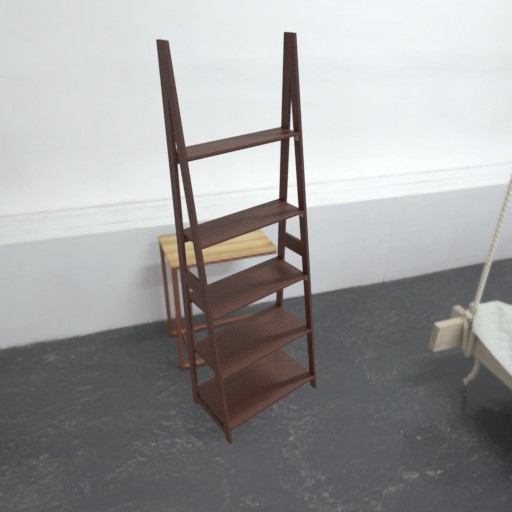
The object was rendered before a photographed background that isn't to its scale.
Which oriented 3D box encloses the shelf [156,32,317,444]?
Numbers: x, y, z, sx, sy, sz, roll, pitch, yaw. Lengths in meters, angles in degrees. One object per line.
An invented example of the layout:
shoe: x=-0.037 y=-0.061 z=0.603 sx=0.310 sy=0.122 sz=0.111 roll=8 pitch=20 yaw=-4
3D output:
shelf: x=0.000 y=0.000 z=2.002 sx=0.600 sy=1.770 sz=0.350 roll=-22 pitch=37 yaw=-32
